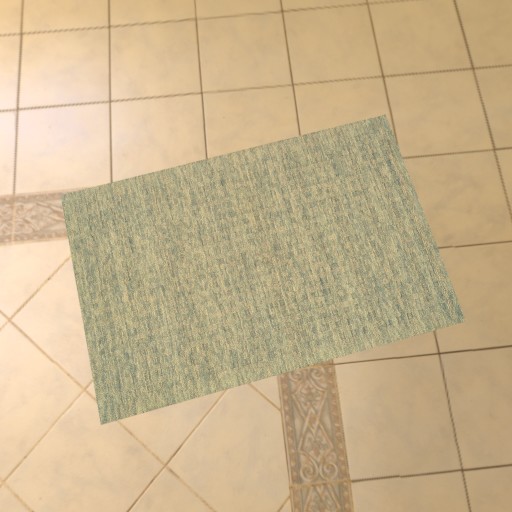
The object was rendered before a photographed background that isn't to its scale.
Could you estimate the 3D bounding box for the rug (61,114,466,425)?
[{"bbox_3d":[0.000,0.000,2.181,1.752,0.006,1.142,-15,76,-4],"label":"rug"}]
